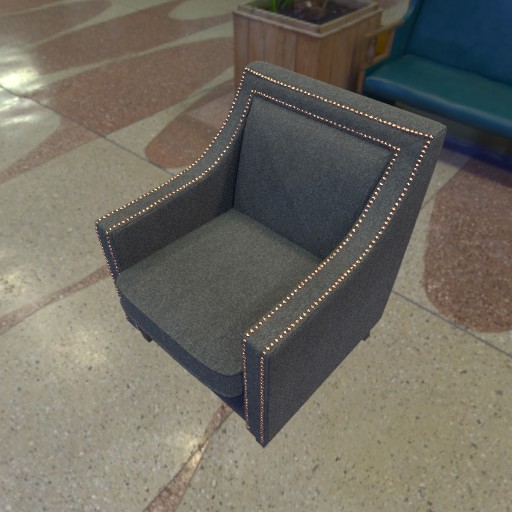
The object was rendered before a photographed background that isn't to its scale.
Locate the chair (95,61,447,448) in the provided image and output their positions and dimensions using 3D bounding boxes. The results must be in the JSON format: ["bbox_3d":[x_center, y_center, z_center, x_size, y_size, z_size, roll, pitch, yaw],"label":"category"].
[{"bbox_3d":[0.000,0.000,1.590,0.776,0.967,0.884,33,53,29],"label":"chair"}]
